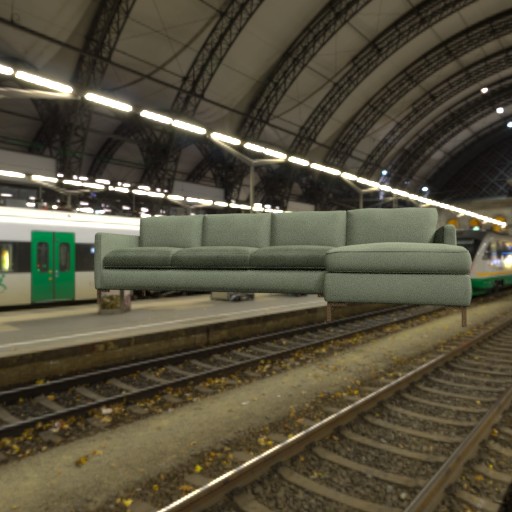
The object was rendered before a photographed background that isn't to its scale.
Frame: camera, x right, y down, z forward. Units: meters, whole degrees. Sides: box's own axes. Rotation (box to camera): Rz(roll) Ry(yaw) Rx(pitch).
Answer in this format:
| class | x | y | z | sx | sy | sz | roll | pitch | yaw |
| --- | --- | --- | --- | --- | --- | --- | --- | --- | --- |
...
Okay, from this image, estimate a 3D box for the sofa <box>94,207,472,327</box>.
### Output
| class | x | y | z | sx | sy | sz | roll | pitch | yaw |
| --- | --- | --- | --- | --- | --- | --- | --- | --- | --- |
| sofa | 0.000 | 0.000 | 3.263 | 2.725 | 0.756 | 1.255 | 0 | -1 | 18 |
